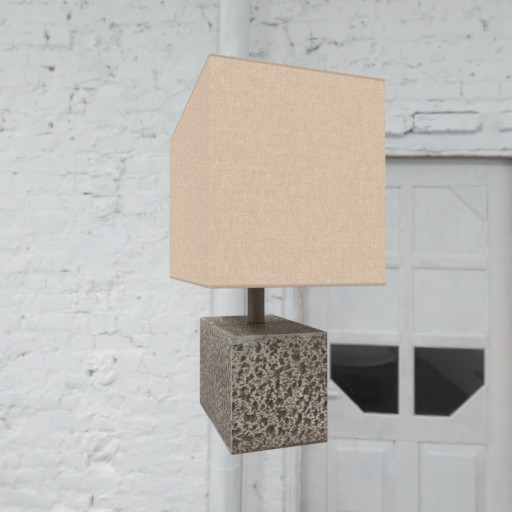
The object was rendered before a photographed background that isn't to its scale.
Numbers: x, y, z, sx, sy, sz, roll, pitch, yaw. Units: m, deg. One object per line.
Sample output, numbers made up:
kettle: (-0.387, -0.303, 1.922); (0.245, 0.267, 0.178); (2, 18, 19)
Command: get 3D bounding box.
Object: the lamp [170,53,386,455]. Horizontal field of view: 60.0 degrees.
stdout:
lamp: (0.000, 0.000, 0.557); (0.180, 0.411, 0.294); (0, -1, -18)
